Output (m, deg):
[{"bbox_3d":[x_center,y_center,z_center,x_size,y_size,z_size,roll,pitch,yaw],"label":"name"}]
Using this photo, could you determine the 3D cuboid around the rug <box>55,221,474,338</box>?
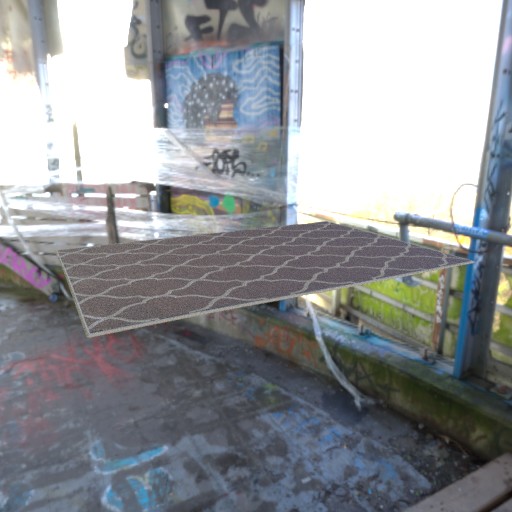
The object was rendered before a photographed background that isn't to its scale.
[{"bbox_3d":[0.000,0.000,2.889,2.294,0.014,1.528,-8,17,-27],"label":"rug"}]
